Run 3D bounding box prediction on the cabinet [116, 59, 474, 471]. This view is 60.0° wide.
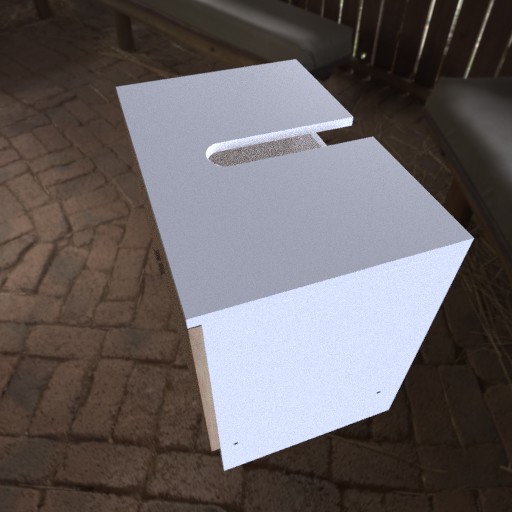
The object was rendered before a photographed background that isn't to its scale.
[{"bbox_3d":[0.000,0.000,0.925,0.400,0.522,0.600,-15,48,-13],"label":"cabinet"}]
